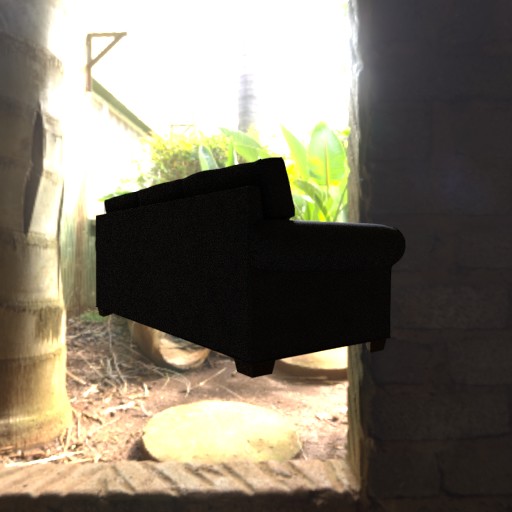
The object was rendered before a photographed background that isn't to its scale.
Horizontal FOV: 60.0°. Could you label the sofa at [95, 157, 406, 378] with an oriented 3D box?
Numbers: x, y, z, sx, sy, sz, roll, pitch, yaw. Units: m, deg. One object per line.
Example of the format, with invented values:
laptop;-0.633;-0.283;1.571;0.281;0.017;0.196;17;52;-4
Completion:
sofa;0.000;0.000;3.455;1.780;1.063;2.567;-1;1;-36
